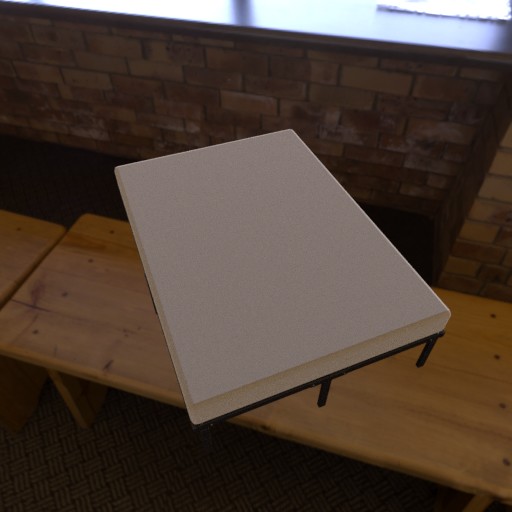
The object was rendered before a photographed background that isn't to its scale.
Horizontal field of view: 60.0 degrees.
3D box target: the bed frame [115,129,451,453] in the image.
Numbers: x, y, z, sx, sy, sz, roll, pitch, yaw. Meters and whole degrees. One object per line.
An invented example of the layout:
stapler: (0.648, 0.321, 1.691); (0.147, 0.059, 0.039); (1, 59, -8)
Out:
bed frame: (0.000, 0.000, 3.872); (2.205, 0.680, 2.842); (-11, 47, -10)
